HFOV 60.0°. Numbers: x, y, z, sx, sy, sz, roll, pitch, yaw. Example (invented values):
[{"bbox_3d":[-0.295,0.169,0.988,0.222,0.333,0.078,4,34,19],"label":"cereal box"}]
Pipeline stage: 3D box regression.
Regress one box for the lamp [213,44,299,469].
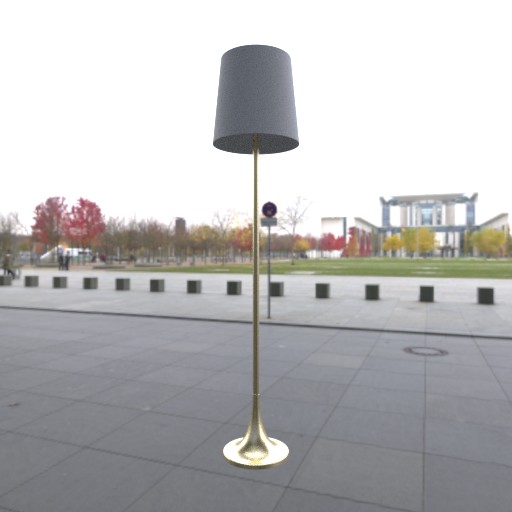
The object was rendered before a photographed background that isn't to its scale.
[{"bbox_3d":[0.000,0.000,1.729,0.337,1.543,0.337,0,0,0],"label":"lamp"}]
